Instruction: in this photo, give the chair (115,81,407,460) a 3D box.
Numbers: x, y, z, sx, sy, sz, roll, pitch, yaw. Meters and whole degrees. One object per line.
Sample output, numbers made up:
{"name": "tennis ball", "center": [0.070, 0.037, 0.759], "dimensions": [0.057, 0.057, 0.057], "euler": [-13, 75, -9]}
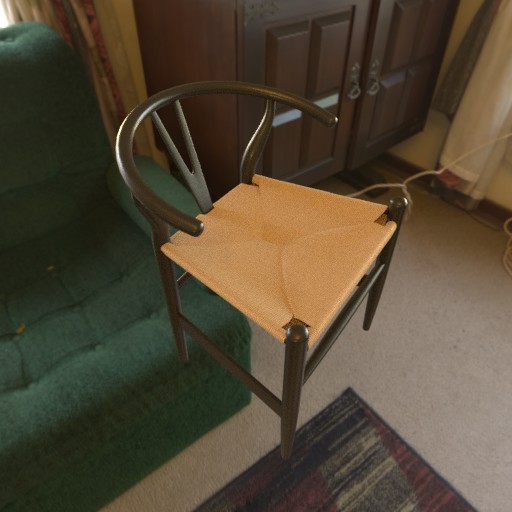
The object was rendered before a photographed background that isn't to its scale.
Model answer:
{"name": "chair", "center": [0.000, 0.000, 1.159], "dimensions": [0.570, 0.739, 0.570], "euler": [25, 47, 25]}
